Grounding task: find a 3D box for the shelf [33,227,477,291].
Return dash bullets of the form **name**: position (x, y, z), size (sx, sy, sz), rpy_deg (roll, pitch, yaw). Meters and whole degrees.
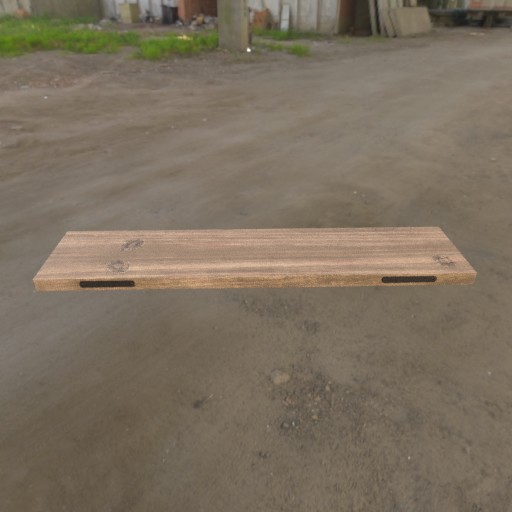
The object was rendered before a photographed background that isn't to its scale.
- **shelf**: position (0.000, 0.000, 0.673), size (0.610, 0.020, 0.140), rpy_deg (-1, 31, -1)
